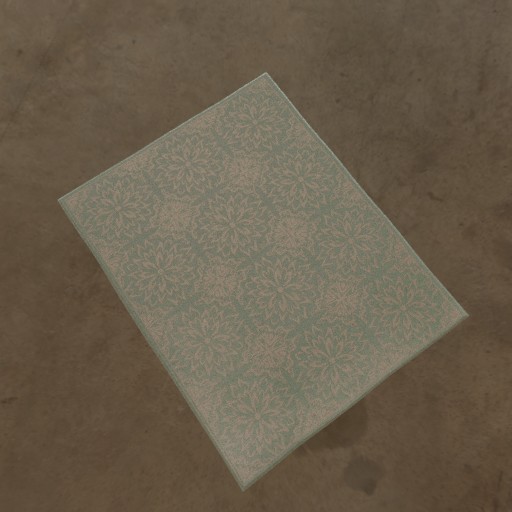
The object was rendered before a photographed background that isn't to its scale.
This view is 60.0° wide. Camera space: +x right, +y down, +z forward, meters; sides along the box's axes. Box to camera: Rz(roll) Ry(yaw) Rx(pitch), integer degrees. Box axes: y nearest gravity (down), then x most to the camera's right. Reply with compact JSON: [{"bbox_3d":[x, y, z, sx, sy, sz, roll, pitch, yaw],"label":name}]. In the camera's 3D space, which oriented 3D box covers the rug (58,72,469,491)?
[{"bbox_3d":[0.000,0.000,3.936,2.363,0.012,2.980,-34,78,-9],"label":"rug"}]
